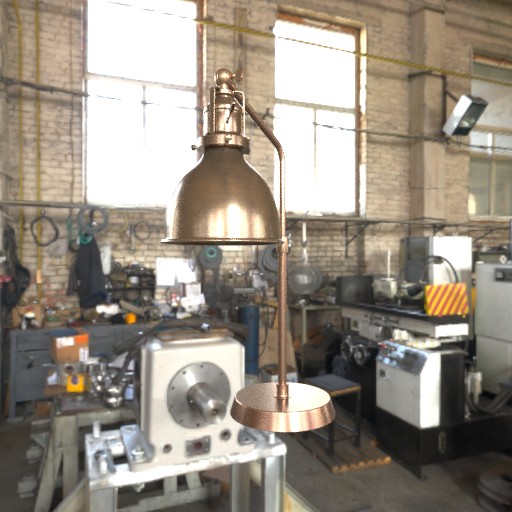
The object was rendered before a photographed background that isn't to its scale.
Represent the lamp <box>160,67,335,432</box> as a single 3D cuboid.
[{"bbox_3d":[0.000,0.000,0.595,0.153,0.456,0.286,0,0,36],"label":"lamp"}]
